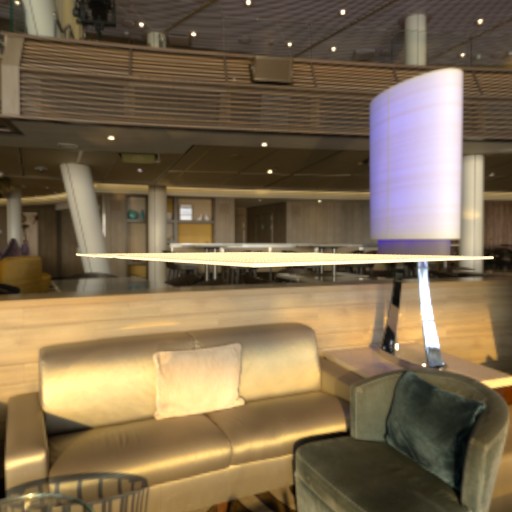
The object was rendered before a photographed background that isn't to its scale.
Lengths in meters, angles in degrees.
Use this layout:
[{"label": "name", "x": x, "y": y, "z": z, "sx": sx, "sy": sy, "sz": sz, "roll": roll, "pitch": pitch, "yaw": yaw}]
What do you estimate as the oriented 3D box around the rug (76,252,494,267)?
[{"label": "rug", "x": 0.000, "y": 0.000, "z": 4.711, "sx": 2.734, "sy": 0.037, "sz": 3.659, "roll": -1, "pitch": 2, "yaw": -36}]
